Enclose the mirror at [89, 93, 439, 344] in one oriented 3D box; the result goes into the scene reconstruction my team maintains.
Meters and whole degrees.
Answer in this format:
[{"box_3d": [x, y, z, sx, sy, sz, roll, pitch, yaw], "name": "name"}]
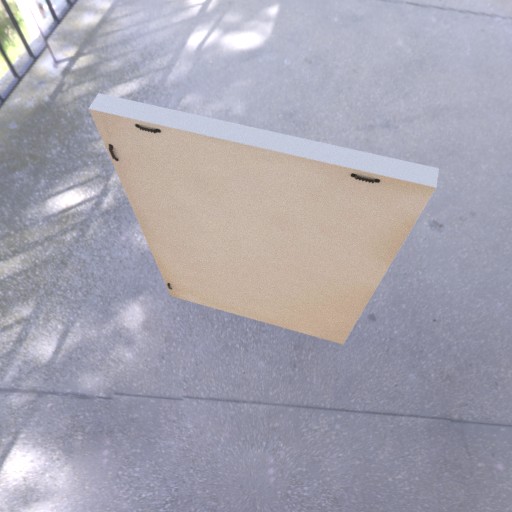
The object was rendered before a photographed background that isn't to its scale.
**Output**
[{"box_3d": [0.000, 0.000, 0.941, 0.507, 0.710, 0.039, 15, 63, 8], "name": "mirror"}]
